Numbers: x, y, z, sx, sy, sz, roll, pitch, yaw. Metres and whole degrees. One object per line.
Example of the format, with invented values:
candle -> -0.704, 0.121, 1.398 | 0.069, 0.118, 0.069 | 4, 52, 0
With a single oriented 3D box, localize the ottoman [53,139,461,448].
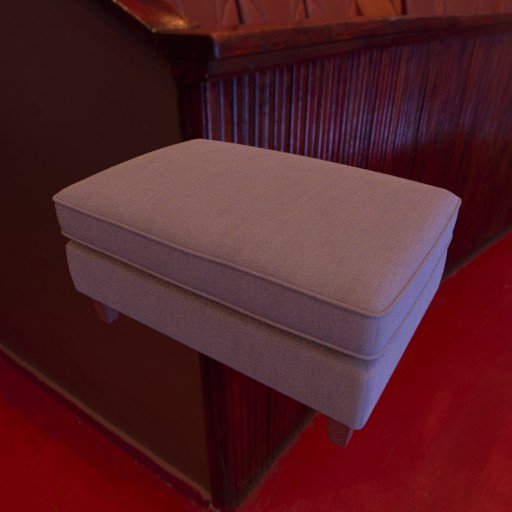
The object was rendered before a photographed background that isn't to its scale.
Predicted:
ottoman -> 0.000, 0.000, 1.273 | 0.941, 0.480, 0.636 | 19, 36, 28
